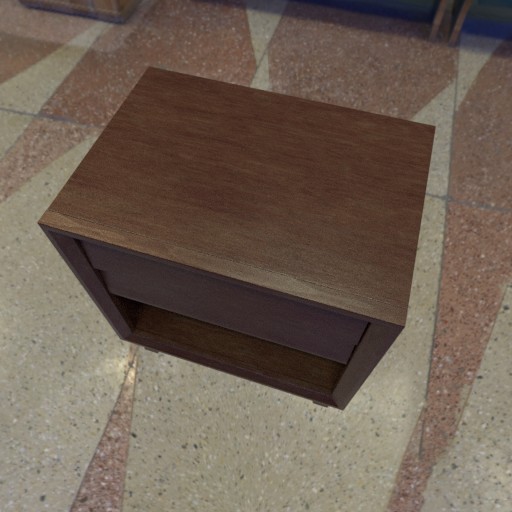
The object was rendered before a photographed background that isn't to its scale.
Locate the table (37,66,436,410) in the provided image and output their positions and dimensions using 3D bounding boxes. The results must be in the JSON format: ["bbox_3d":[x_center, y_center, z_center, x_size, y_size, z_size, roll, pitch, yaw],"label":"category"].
[{"bbox_3d":[0.000,0.000,1.002,0.557,0.609,0.449,15,60,9],"label":"table"}]
